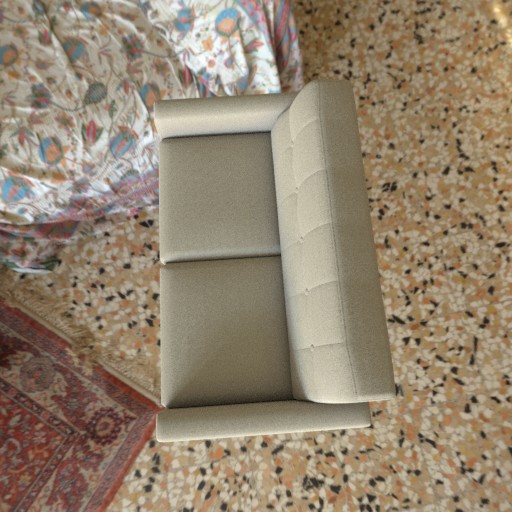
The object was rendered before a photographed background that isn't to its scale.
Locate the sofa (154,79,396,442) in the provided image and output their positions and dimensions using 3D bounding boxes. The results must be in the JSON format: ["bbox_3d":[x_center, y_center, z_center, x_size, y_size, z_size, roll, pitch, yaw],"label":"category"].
[{"bbox_3d":[0.000,0.000,2.229,0.980,0.892,1.655,-4,75,-1],"label":"sofa"}]
